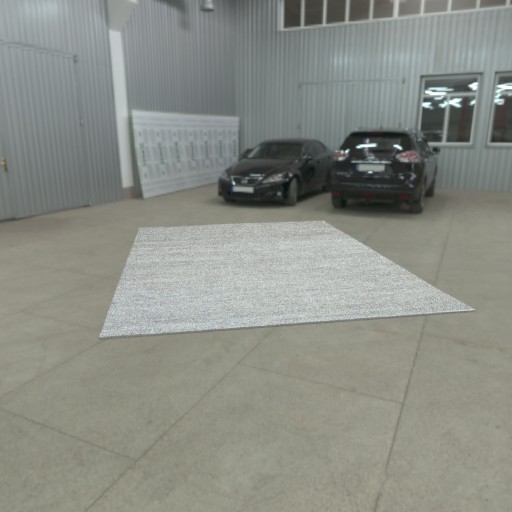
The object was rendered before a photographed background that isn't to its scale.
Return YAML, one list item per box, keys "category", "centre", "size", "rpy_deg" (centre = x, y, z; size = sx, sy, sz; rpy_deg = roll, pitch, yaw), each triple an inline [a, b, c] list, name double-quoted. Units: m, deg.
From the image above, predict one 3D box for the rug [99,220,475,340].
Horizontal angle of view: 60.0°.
- category: "rug"
  centre: [0.000, 0.000, 4.285]
  size: [2.434, 0.045, 3.202]
  rpy_deg: [-3, 16, -10]
